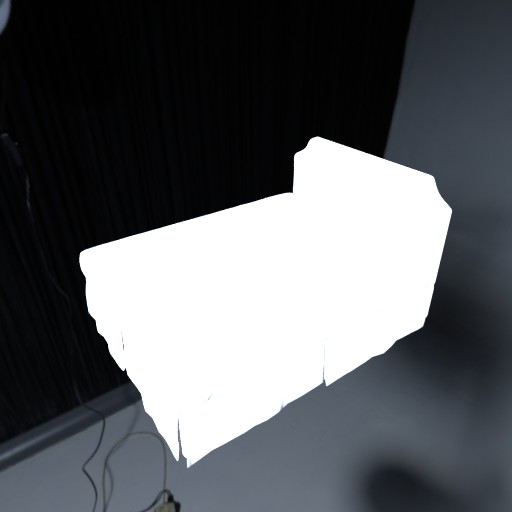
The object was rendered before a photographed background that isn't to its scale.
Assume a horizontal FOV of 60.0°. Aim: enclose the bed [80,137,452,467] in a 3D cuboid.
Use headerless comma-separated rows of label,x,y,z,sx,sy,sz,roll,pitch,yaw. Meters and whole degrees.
bed,0.000,0.000,3.692,2.498,1.293,1.977,-20,36,-29
